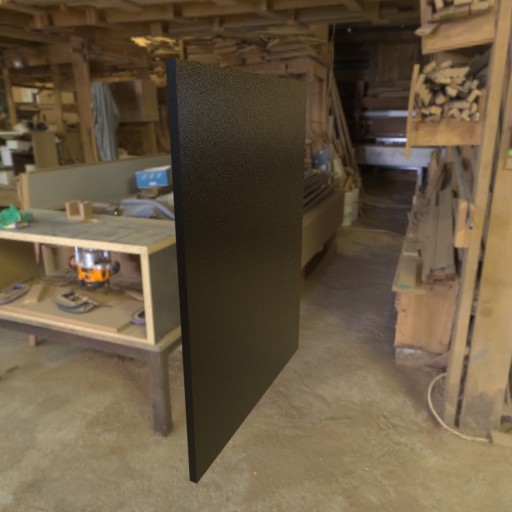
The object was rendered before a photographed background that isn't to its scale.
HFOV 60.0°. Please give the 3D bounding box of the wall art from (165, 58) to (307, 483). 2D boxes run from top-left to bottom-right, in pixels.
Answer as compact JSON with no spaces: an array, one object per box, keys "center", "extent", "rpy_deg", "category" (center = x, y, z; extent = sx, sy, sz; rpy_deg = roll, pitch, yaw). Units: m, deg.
[{"center":[0.000,0.000,0.764],"extent":[0.013,0.582,0.442],"rpy_deg":[8,20,24],"category":"wall art"}]
